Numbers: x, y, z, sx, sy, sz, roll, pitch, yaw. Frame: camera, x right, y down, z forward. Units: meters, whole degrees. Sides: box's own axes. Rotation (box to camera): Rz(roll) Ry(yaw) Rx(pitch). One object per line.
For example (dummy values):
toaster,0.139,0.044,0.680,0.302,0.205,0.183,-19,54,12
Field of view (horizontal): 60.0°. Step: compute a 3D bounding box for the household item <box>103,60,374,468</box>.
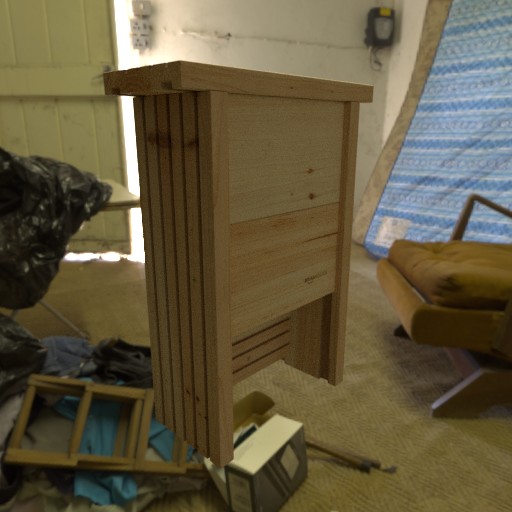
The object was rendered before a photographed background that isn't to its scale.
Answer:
household item,0.000,0.000,0.548,0.123,0.407,0.301,15,22,41
